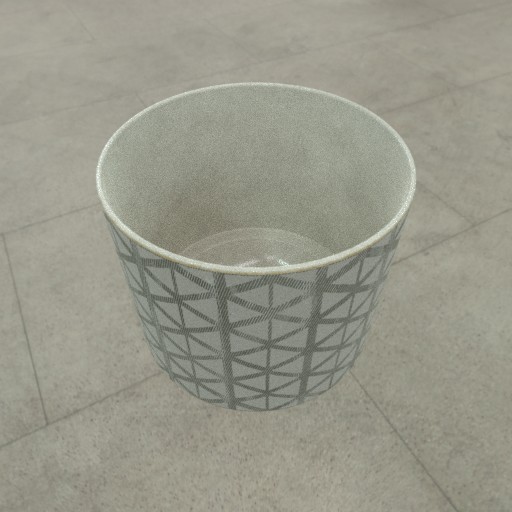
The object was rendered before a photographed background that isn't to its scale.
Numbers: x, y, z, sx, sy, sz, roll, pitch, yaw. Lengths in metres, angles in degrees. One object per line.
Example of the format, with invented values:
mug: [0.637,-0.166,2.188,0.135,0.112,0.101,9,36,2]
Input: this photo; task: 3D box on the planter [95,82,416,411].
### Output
planter: [0.000,0.000,0.441,0.250,0.239,0.250,0,47,0]
